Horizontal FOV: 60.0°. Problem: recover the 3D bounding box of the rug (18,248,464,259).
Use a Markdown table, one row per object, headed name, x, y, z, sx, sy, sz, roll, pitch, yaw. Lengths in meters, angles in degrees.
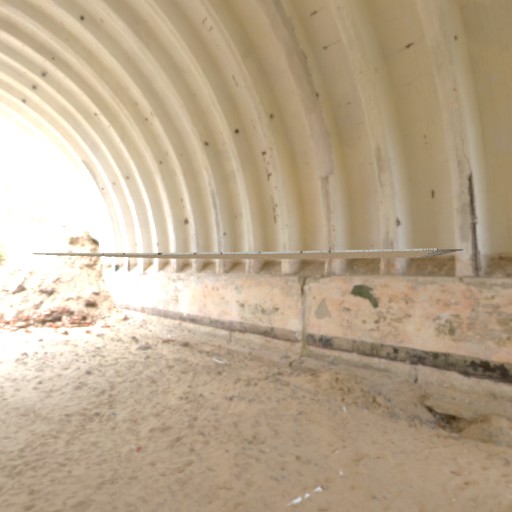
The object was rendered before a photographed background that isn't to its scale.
| name | x | y | z | sx | sy | sz | roll | pitch | yaw |
| --- | --- | --- | --- | --- | --- | --- | --- | --- | --- |
| rug | 0.000 | 0.000 | 4.133 | 3.221 | 0.026 | 2.342 | 0 | -1 | 17 |
